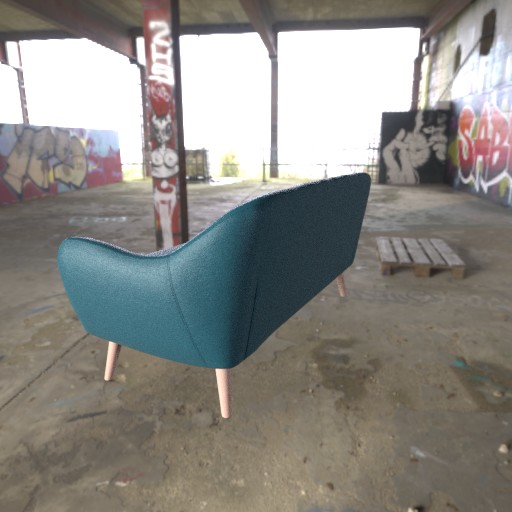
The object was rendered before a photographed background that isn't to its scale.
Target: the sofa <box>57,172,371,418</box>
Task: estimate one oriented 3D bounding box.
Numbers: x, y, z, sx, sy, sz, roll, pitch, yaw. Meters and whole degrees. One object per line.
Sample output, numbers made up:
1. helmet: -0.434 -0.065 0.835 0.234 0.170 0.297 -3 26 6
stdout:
1. sofa: 0.000 0.000 2.327 0.820 0.836 1.840 7 16 27
